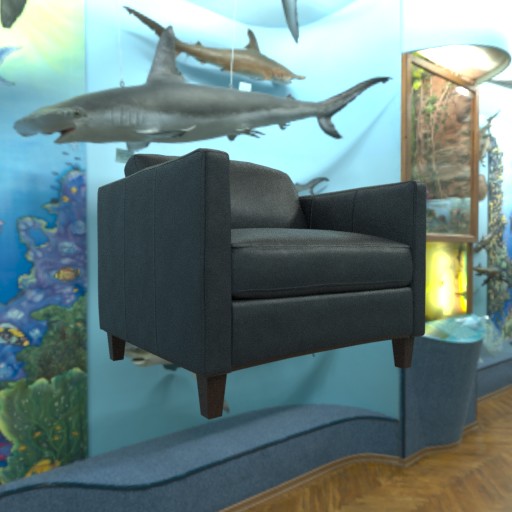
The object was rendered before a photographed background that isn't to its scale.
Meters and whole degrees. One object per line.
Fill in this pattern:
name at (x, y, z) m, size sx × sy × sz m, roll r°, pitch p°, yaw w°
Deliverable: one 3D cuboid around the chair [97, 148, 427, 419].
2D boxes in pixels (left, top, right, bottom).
chair at (0.000, 0.000, 1.660) m, size 0.939 × 0.811 × 0.862 m, roll -1°, pitch 1°, yaw -36°
